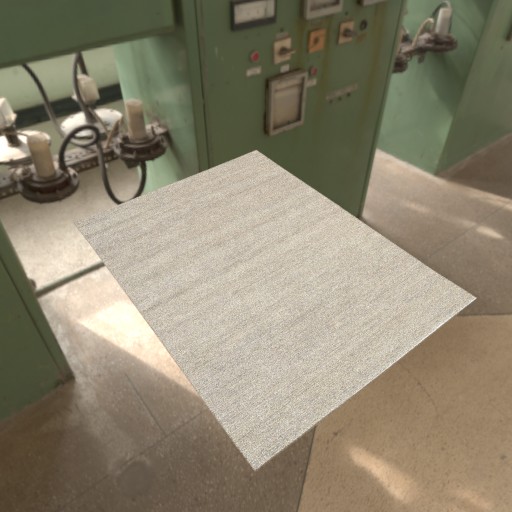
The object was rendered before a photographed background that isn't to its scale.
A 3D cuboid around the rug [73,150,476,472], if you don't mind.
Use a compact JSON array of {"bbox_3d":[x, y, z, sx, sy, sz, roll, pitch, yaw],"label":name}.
[{"bbox_3d":[0.000,0.000,4.835,2.757,0.051,3.626,-27,49,-26],"label":"rug"}]
